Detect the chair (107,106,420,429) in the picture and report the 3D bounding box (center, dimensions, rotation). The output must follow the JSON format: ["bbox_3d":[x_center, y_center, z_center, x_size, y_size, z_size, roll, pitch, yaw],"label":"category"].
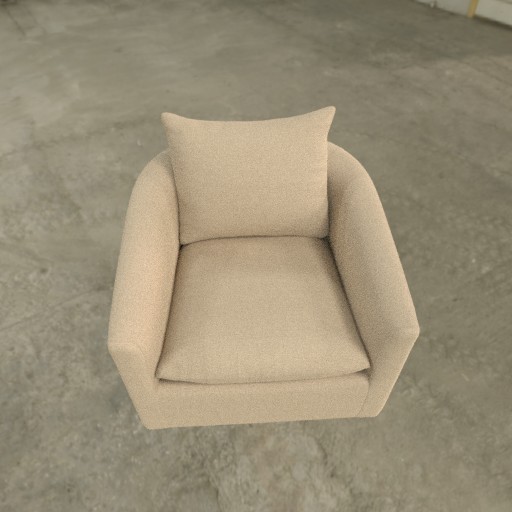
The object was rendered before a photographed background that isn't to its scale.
[{"bbox_3d":[0.000,0.000,1.574,0.845,0.848,0.910,-2,45,-2],"label":"chair"}]
